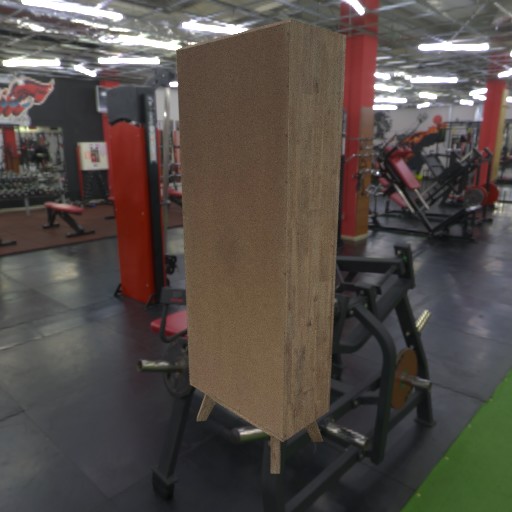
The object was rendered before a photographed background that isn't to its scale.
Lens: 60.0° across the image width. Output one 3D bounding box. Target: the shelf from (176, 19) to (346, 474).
[{"bbox_3d":[0.000,0.000,1.514,0.267,1.342,0.491,-13,19,-43],"label":"shelf"}]
